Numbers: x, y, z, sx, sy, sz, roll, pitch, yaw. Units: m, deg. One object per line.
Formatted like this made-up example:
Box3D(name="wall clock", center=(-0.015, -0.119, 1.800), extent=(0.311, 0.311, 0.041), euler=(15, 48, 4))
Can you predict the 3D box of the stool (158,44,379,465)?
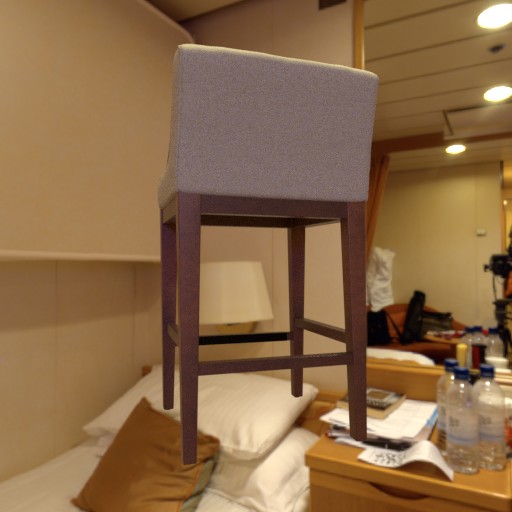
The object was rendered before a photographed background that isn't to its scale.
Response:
Box3D(name="stool", center=(0.000, 0.000, 1.243), extent=(0.511, 0.937, 0.500), euler=(0, -2, -18))
